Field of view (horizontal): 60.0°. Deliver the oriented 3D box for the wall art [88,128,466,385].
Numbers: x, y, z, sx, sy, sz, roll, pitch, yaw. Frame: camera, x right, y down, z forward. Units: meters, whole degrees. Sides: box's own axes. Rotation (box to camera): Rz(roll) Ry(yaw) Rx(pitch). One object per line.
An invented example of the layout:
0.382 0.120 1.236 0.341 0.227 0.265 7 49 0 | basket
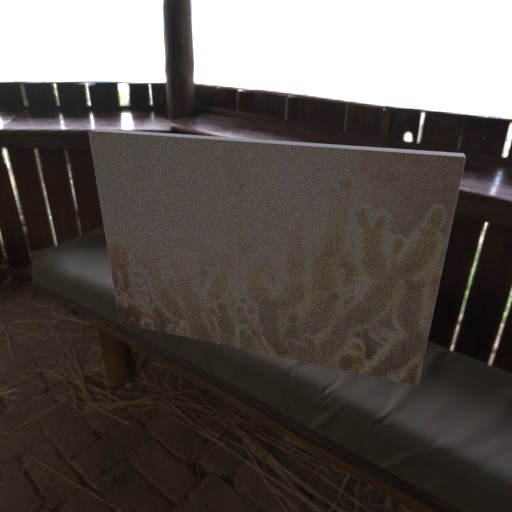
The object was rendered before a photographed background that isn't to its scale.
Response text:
0.000 0.000 1.185 0.916 0.608 0.040 8 27 16 | wall art
